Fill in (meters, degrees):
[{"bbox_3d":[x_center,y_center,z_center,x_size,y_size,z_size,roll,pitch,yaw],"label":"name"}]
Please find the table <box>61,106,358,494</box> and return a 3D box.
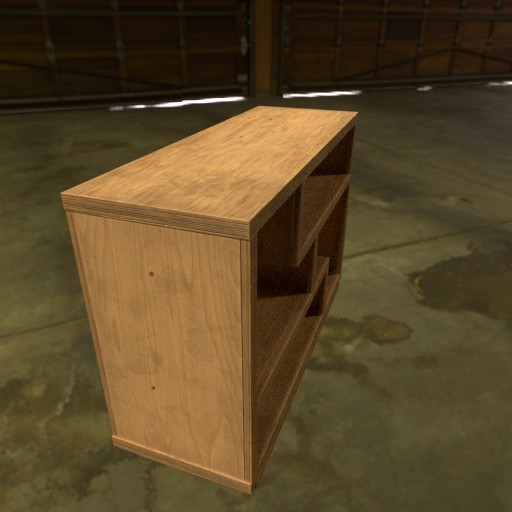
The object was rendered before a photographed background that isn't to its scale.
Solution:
[{"bbox_3d":[0.000,0.000,1.482,0.410,0.771,1.151,10,29,18],"label":"table"}]
